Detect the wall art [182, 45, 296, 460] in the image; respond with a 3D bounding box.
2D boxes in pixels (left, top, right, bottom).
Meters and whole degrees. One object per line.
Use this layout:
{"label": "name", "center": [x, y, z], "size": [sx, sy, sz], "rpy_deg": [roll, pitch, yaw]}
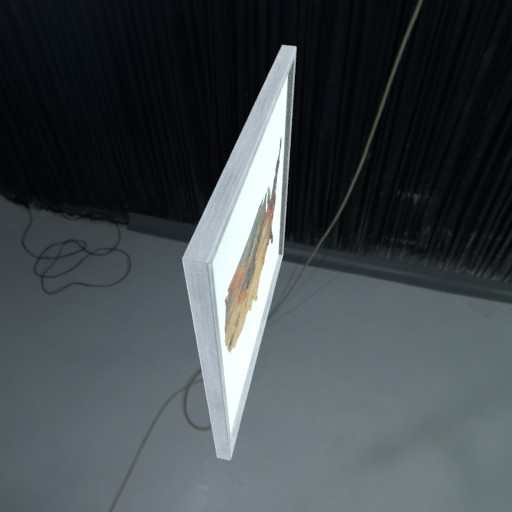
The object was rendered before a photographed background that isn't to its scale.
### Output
{"label": "wall art", "center": [0.000, 0.000, 0.453], "size": [0.015, 0.303, 0.303], "rpy_deg": [9, 47, 9]}
